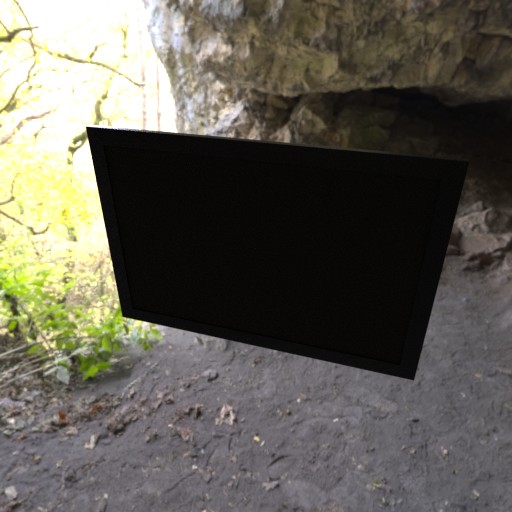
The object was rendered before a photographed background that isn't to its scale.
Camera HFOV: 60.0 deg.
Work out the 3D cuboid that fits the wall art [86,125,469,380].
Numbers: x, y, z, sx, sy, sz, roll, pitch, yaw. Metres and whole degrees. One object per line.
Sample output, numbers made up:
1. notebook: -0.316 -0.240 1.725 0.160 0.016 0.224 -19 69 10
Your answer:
1. wall art: 0.000 0.000 0.854 0.660 0.447 0.013 9 32 15
